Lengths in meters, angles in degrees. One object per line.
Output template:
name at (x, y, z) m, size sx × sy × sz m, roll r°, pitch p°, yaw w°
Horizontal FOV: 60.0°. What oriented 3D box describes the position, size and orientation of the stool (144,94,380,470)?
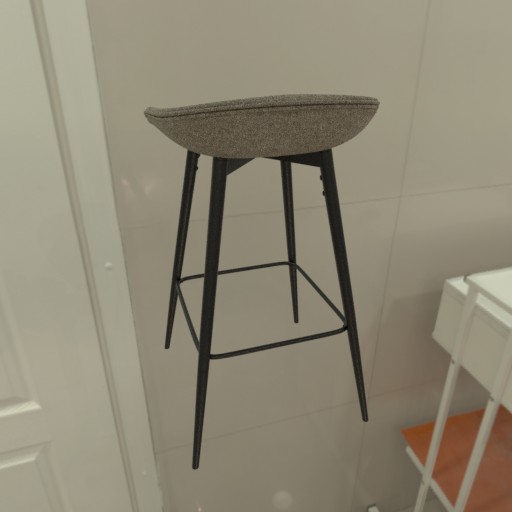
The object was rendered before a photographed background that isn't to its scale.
stool at (0.000, 0.000, 1.117) m, size 0.469 × 0.814 × 0.480 m, roll -8°, pitch 28°, yaw -16°
